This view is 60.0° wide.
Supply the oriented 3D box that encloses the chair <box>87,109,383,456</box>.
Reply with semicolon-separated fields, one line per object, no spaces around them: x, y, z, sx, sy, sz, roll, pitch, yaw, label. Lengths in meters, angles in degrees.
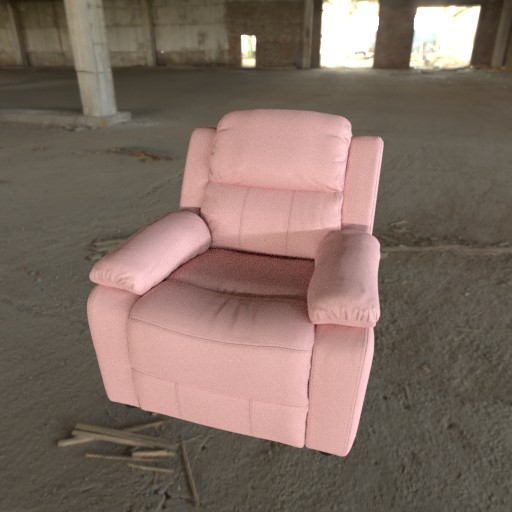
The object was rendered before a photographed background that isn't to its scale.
0.000;0.000;1.222;0.680;0.702;0.709;7;27;15;chair
